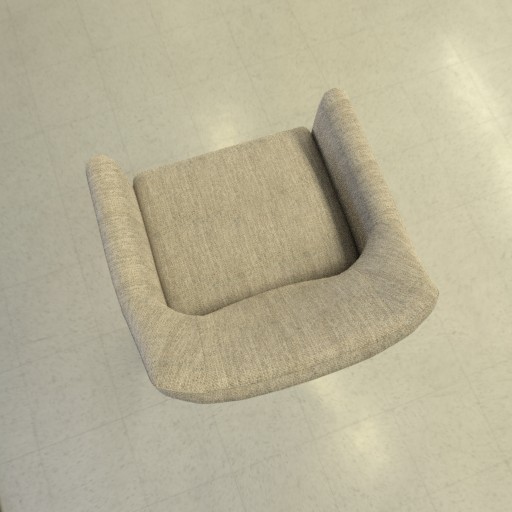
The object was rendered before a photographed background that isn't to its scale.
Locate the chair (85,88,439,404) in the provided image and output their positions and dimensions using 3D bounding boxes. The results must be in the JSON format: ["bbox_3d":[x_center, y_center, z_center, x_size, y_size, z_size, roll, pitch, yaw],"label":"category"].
[{"bbox_3d":[0.000,0.000,1.353,0.796,0.761,0.758,-17,76,-5],"label":"chair"}]
